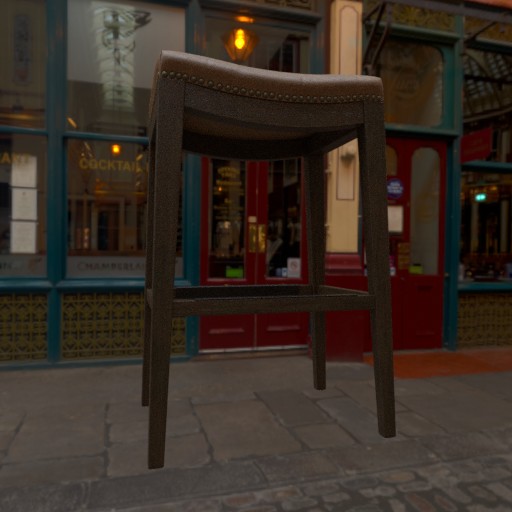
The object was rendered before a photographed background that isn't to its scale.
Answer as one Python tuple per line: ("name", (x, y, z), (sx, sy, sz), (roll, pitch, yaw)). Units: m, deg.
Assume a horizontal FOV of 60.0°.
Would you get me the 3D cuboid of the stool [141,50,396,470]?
("stool", (0.000, 0.000, 1.020), (0.500, 0.759, 0.361), (0, 0, -16))
